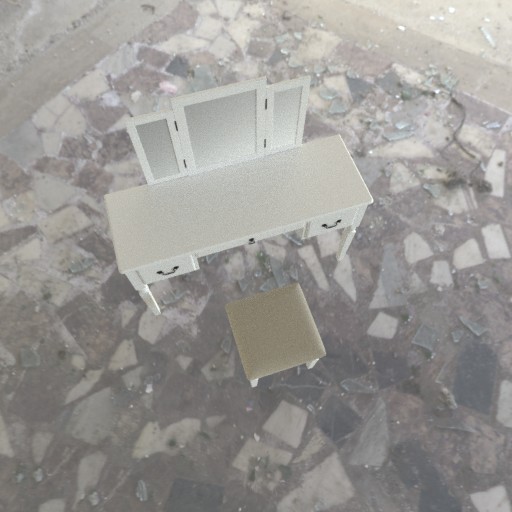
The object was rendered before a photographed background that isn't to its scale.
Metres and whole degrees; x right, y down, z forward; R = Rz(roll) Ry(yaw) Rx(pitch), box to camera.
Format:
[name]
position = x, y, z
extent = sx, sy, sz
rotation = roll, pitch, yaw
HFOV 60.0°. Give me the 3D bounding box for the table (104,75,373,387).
[table]
position = 0.000, 0.000, 2.331
extent = 1.369, 1.310, 1.115
rotation = -16, 65, -8
